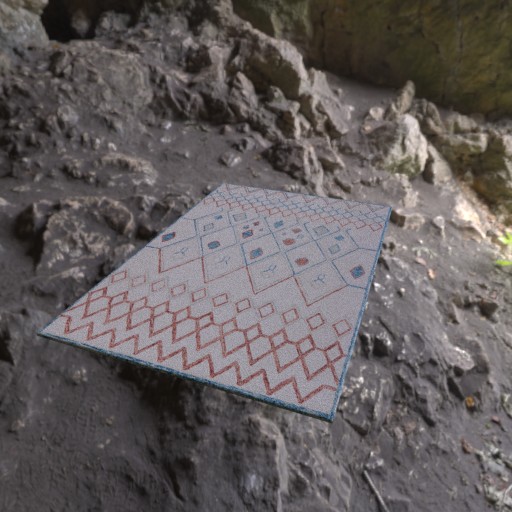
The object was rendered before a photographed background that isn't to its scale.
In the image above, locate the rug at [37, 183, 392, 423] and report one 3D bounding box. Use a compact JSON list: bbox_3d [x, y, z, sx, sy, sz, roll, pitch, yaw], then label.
[{"bbox_3d":[0.000,0.000,2.353,1.219,0.016,1.829,11,32,18],"label":"rug"}]
